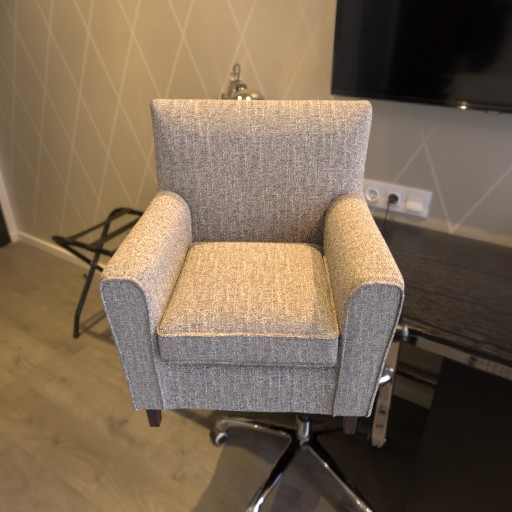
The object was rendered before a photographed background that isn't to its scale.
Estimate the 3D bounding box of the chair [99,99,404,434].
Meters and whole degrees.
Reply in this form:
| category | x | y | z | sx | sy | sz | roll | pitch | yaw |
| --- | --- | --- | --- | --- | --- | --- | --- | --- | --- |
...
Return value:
| category | x | y | z | sx | sy | sz | roll | pitch | yaw |
| --- | --- | --- | --- | --- | --- | --- | --- | --- | --- |
| chair | 0.000 | 0.000 | 1.580 | 0.864 | 0.928 | 0.873 | 1 | 29 | 2 |
